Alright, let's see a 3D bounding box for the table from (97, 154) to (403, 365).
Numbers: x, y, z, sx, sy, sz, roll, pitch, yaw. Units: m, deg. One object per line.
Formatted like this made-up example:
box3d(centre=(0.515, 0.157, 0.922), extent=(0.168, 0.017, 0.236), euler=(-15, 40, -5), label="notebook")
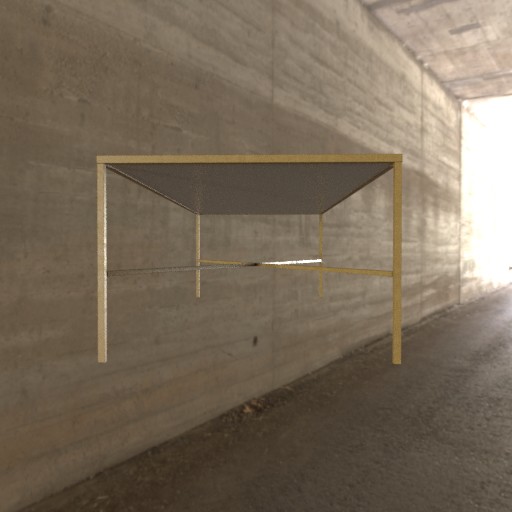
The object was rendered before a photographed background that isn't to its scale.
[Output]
box3d(centre=(0.000, 0.000, 1.445), extent=(0.580, 0.398, 1.206), euler=(0, 1, 1), label="table")
